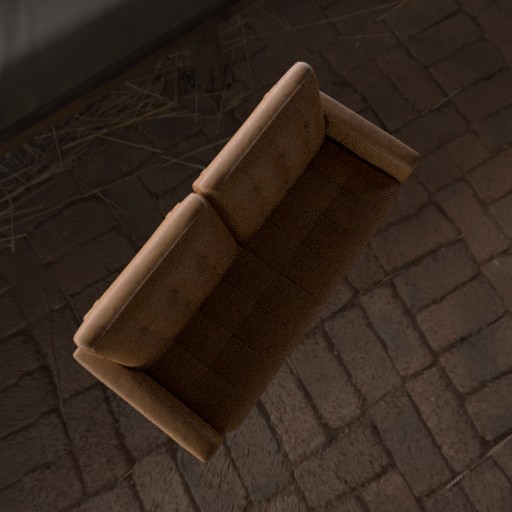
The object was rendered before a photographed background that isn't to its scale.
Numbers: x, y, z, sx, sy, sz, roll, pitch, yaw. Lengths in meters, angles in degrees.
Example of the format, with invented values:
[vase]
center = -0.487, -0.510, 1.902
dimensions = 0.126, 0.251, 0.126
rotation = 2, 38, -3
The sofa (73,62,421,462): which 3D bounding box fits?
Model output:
[sofa]
center = 0.000, 0.000, 2.247
dimensions = 0.850, 0.898, 1.821
rotation = 35, 79, 8
